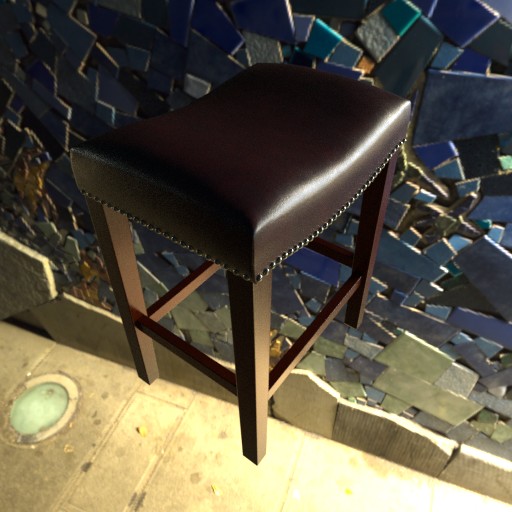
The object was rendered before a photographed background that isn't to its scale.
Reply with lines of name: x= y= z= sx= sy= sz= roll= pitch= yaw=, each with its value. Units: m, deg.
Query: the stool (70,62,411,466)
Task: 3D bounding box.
stool: x=0.000 y=0.000 z=0.949 sx=0.372 sy=0.657 sz=0.504 roll=26 pitch=48 yaw=27
